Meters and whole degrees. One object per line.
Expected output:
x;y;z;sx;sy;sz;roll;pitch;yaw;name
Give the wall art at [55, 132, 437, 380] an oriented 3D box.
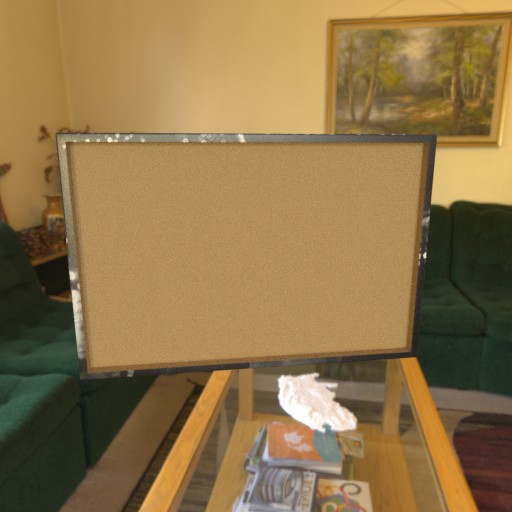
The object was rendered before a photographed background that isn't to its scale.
0.000;0.000;0.765;0.609;0.406;0.037;-2;14;-8;wall art
